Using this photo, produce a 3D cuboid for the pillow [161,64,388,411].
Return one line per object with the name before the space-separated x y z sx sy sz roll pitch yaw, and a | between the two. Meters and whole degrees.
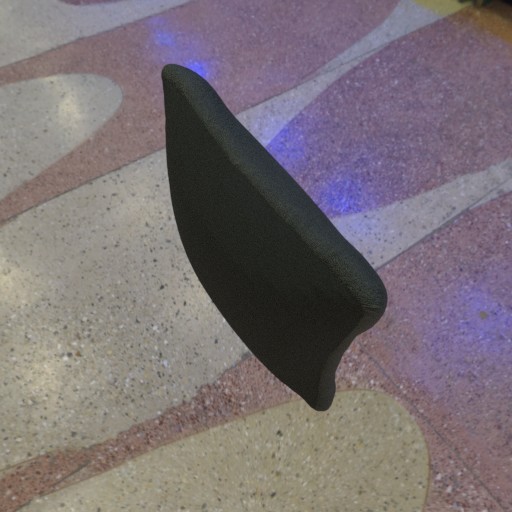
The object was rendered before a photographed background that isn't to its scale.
pillow | 0.000 0.000 0.815 0.210 0.523 0.533 -30 63 -17
